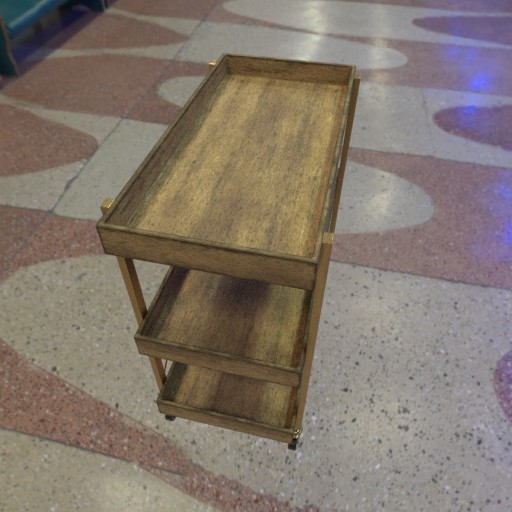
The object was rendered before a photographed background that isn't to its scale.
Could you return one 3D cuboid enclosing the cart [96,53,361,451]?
[{"bbox_3d":[0.000,0.000,1.242,0.416,0.799,0.750,10,46,9],"label":"cart"}]
